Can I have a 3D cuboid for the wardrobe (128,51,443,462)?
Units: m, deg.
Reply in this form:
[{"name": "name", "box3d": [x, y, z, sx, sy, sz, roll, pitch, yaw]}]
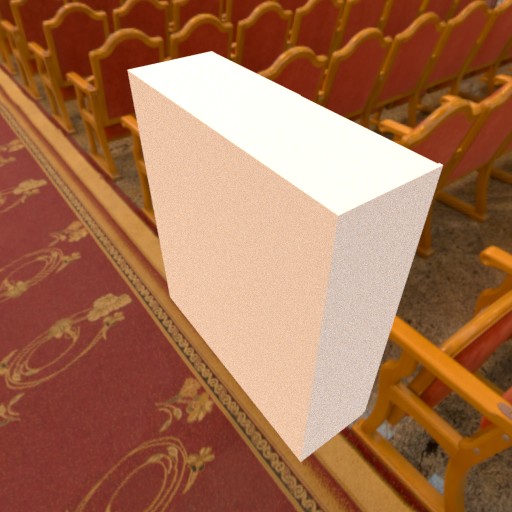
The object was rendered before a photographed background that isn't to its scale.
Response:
[{"name": "wardrobe", "box3d": [0.000, 0.000, 2.941, 0.600, 2.020, 1.830, -26, 48, -26]}]
